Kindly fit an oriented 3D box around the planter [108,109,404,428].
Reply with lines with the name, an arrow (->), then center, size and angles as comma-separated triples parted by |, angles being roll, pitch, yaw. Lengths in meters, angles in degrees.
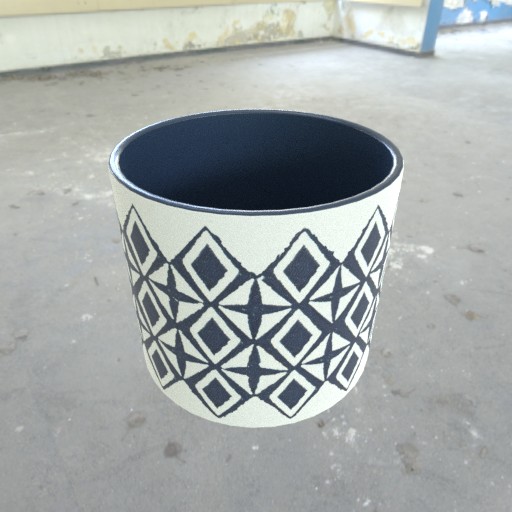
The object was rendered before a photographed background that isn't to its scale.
planter -> 0.000, 0.000, 0.401 | 0.224, 0.203, 0.224 | 0, 33, 0
